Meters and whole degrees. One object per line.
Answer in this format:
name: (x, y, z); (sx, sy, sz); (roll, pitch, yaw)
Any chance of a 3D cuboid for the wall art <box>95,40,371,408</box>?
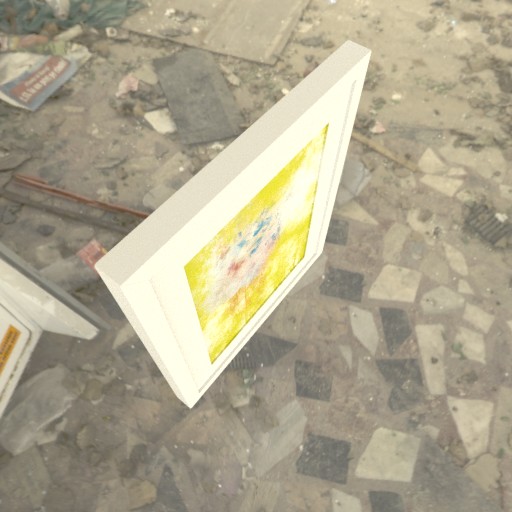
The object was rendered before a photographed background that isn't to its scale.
wall art: (0.000, 0.000, 0.534); (0.028, 0.381, 0.331); (34, 65, 19)
